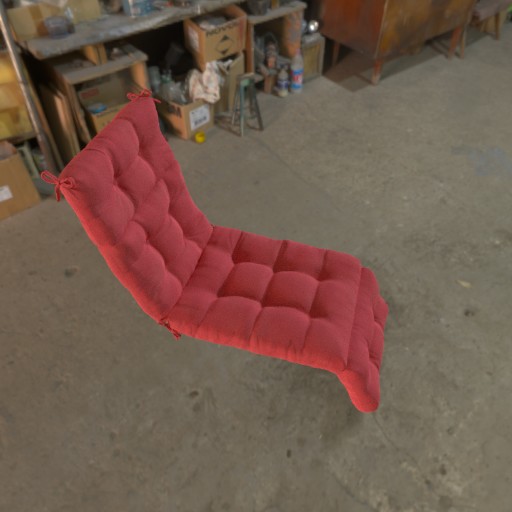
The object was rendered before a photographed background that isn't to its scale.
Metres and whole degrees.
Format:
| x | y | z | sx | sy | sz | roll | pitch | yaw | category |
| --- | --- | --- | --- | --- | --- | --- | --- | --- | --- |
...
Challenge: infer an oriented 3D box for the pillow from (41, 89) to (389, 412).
| x | y | z | sx | sy | sz | roll | pitch | yaw | category |
| --- | --- | --- | --- | --- | --- | --- | --- | --- | --- |
| 0.000 | 0.000 | 1.503 | 1.016 | 0.863 | 0.526 | 12 | 47 | 11 | pillow |
